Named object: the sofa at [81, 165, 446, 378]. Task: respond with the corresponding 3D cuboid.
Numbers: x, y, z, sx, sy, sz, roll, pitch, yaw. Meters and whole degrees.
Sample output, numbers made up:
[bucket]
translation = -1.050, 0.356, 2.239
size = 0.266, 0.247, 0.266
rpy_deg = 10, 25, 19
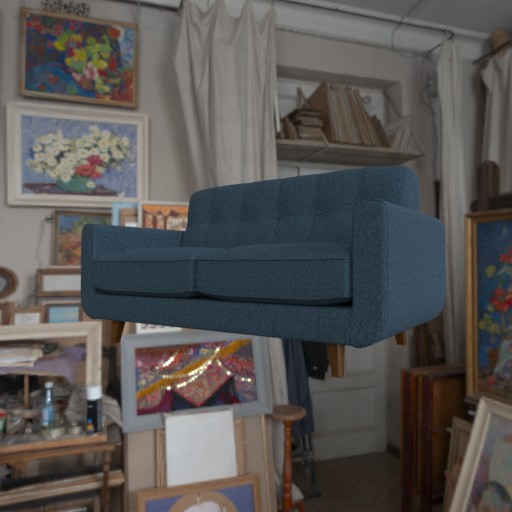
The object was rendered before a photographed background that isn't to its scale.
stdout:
[sofa]
translation = 0.000, 0.000, 2.275
size = 1.651, 0.896, 0.942
rpy_deg = -1, -2, 34
